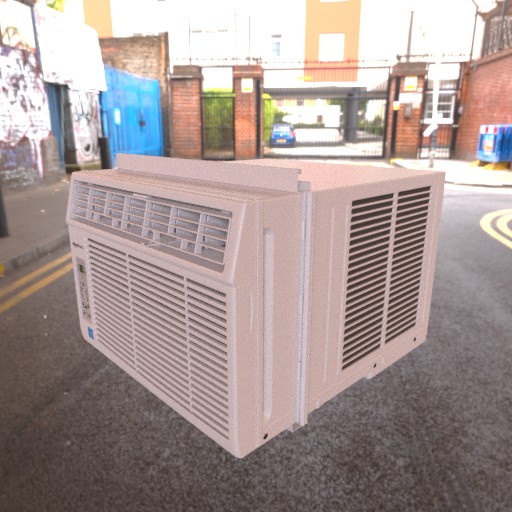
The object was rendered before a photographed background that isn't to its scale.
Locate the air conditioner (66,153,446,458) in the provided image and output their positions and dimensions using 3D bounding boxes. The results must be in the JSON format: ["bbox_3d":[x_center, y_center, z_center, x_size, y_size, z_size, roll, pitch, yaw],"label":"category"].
[{"bbox_3d":[0.000,0.000,0.874,0.546,0.388,0.503,-15,22,-42],"label":"air conditioner"}]
